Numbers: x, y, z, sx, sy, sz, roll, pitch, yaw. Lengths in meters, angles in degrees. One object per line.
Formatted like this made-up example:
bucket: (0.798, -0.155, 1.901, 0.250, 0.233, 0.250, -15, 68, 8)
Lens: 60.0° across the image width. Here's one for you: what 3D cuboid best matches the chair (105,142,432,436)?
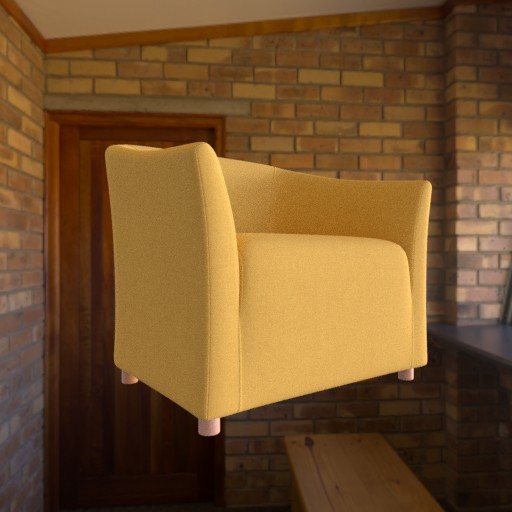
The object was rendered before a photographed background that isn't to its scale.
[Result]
chair: (0.000, 0.000, 1.339, 0.790, 0.720, 0.700, 0, 0, -36)
